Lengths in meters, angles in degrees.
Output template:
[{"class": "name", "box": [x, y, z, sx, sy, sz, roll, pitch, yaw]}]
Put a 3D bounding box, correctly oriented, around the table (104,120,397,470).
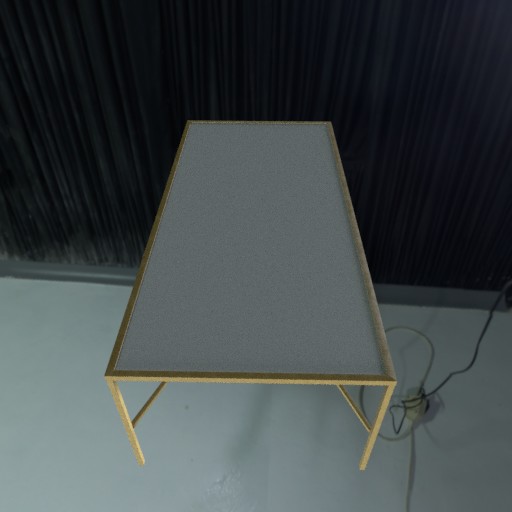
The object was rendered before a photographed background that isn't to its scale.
[{"class": "table", "box": [0.000, 0.000, 1.463, 0.580, 0.398, 1.206, 1, 41, 1]}]
